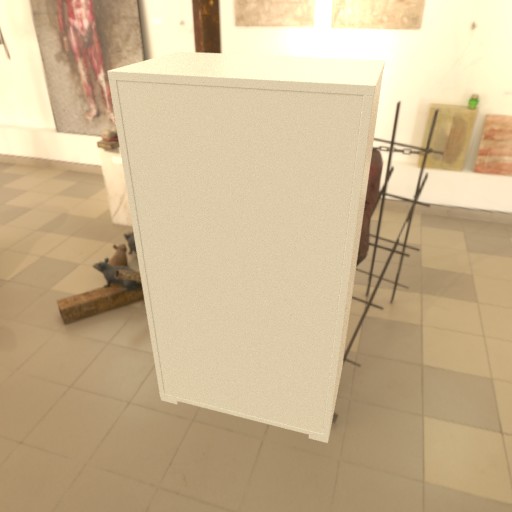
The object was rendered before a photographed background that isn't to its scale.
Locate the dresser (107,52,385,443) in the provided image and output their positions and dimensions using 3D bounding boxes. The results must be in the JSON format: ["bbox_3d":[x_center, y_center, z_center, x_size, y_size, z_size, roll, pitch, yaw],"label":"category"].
[{"bbox_3d":[0.000,0.000,1.490,0.650,1.190,0.400,9,32,14],"label":"dresser"}]
